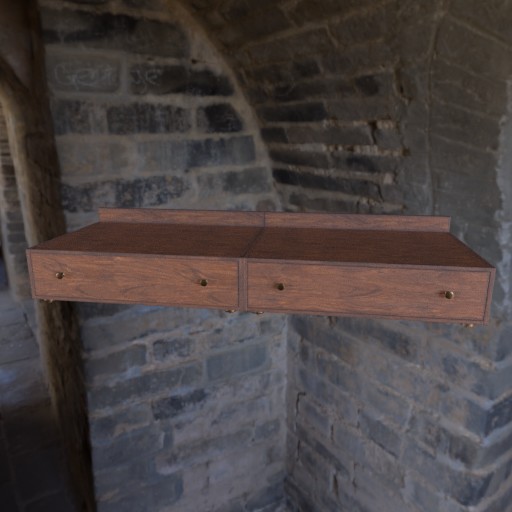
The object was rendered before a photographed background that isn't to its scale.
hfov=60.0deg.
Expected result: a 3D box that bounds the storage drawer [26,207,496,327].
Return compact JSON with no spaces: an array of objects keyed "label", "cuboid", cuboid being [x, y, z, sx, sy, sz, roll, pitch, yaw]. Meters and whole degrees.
[{"label":"storage drawer","cuboid":[0.000,0.000,2.156,1.914,0.339,0.774,2,15,8]}]
